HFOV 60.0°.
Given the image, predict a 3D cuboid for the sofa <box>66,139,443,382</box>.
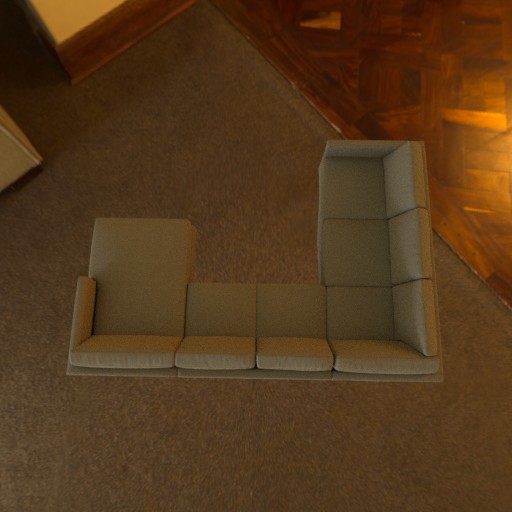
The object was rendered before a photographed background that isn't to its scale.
[{"bbox_3d":[0.000,0.000,4.552,3.460,0.882,2.427,1,76,0],"label":"sofa"}]
